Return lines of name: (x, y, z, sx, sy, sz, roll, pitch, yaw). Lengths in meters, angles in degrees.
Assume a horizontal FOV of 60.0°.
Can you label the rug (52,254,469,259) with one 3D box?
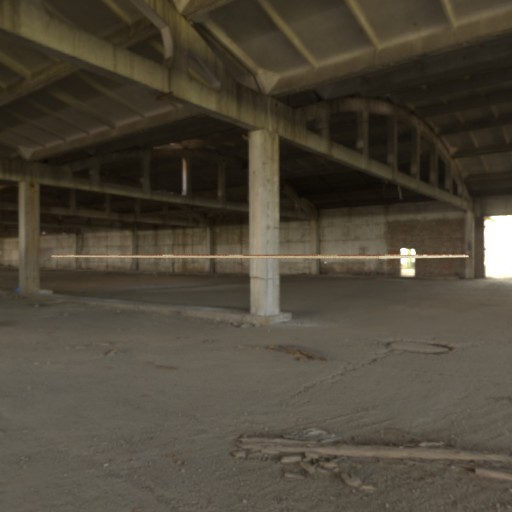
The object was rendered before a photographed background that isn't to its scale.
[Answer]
rug: (0.000, 0.000, 2.934, 2.286, 0.016, 1.555, 0, 0, 37)
